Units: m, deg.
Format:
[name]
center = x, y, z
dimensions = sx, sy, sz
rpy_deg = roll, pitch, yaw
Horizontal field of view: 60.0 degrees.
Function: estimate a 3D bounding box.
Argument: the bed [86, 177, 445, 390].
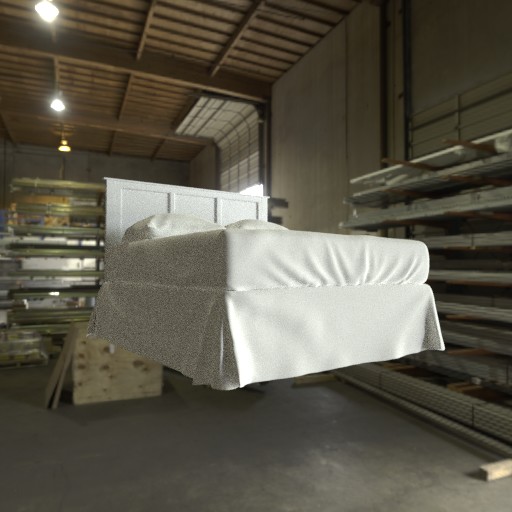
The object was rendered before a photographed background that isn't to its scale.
[bed]
center = 0.000, 0.000, 3.222
dimensions = 1.876, 1.269, 2.047
rpy_deg = 1, -2, -35
